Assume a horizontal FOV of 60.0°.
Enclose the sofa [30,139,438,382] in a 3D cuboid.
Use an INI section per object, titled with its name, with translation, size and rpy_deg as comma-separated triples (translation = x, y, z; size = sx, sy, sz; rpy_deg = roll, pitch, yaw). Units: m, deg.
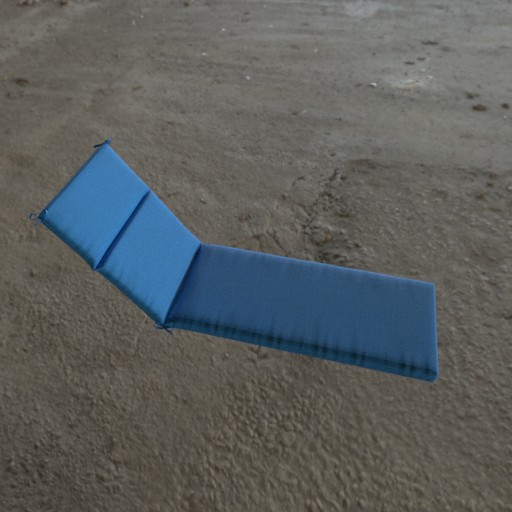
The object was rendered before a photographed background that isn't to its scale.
[sofa]
translation = 0.000, 0.000, 1.932
size = 1.663, 0.622, 0.582
rpy_deg = 10, 47, 9
